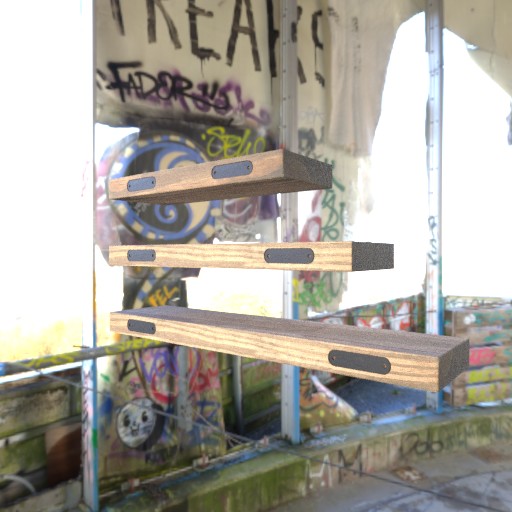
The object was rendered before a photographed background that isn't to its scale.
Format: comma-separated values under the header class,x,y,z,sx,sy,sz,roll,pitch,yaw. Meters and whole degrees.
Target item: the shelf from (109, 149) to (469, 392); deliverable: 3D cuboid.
class,x,y,z,sx,sy,sz,roll,pitch,yaw
shelf,0.000,0.000,0.720,0.610,0.293,0.140,0,0,38
